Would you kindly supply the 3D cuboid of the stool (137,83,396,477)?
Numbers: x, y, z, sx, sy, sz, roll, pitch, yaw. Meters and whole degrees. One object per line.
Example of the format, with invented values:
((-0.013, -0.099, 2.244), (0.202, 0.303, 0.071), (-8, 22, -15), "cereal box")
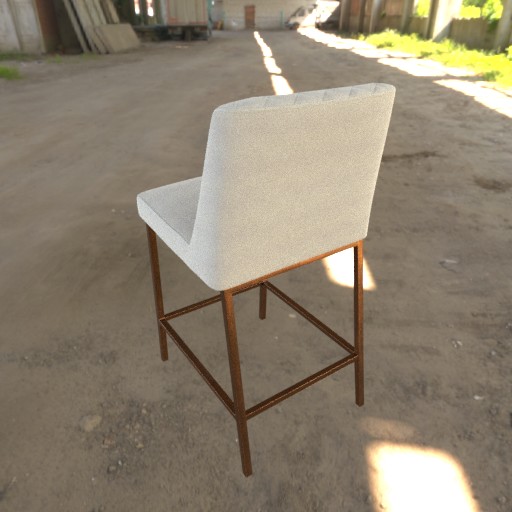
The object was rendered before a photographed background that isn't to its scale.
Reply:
((0.000, 0.000, 1.287), (0.507, 0.973, 0.576), (-18, 34, -29), "stool")
